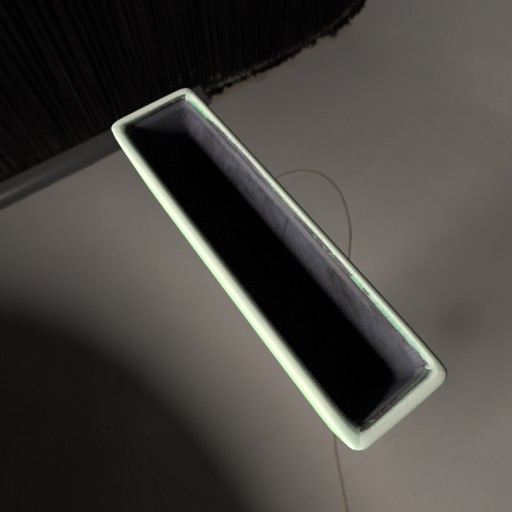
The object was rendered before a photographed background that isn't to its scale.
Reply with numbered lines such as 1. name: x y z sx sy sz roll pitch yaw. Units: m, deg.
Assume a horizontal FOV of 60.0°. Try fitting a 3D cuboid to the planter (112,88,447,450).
1. planter: 0.000 0.000 0.316 0.072 0.072 0.275 -33 68 -15
